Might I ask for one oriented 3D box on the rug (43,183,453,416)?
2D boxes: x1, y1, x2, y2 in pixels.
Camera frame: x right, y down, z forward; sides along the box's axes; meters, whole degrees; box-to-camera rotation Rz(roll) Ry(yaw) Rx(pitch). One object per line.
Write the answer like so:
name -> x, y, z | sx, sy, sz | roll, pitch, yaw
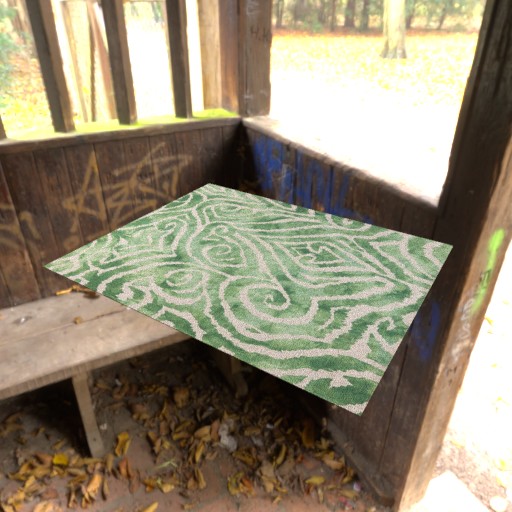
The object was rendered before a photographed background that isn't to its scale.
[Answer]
rug -> 0.000, 0.000, 4.202 | 3.045, 0.007, 2.436 | 18, 35, 28
